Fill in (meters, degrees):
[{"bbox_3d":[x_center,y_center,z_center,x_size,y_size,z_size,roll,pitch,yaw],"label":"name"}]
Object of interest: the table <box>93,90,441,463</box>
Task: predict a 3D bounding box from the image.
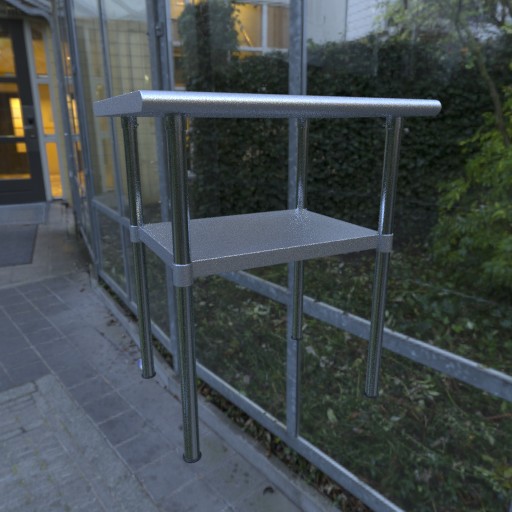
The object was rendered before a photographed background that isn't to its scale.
[{"bbox_3d":[0.000,0.000,1.328,0.762,0.876,0.584,-8,19,-26],"label":"table"}]
